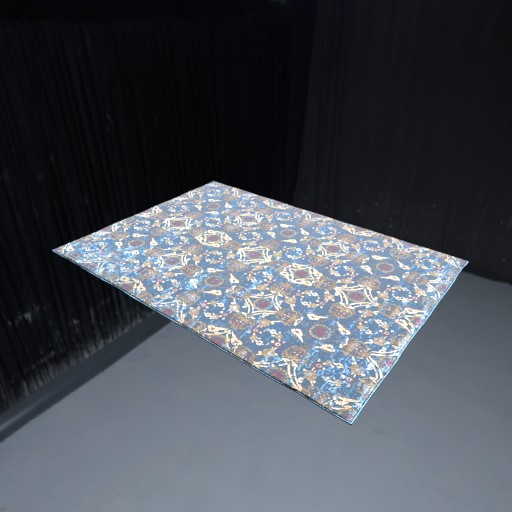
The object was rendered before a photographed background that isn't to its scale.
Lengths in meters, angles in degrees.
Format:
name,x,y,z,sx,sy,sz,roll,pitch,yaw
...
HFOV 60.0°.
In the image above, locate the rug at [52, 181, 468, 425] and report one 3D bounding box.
name,x,y,z,sx,sy,sz,roll,pitch,yaw
rug,0.000,0.000,2.875,2.207,0.014,1.567,22,38,32
